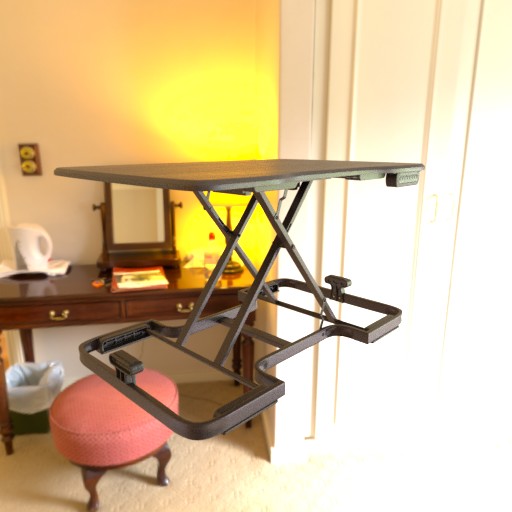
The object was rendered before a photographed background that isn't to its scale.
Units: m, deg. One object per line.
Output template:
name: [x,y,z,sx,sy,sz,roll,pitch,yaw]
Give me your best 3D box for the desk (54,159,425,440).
desk: [0.000,0.000,1.169,0.546,0.470,0.820,13,20,42]
